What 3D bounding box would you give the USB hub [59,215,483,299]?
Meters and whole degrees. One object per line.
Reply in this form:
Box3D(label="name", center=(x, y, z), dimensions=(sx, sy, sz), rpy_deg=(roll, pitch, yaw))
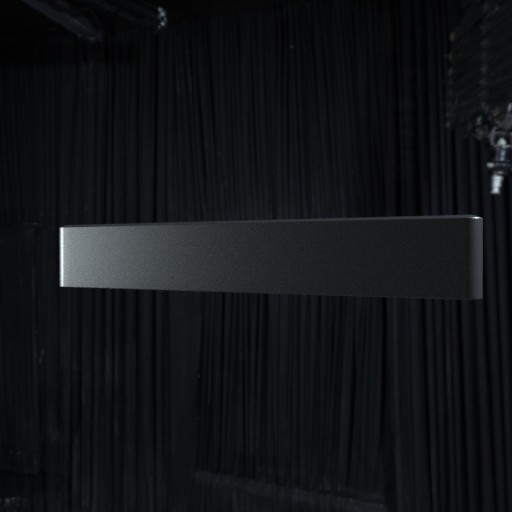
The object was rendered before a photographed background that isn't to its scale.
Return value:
Box3D(label="USB hub", center=(0.000, 0.000, 0.163), dimensions=(0.145, 0.023, 0.044), rpy_deg=(0, 0, 19))
